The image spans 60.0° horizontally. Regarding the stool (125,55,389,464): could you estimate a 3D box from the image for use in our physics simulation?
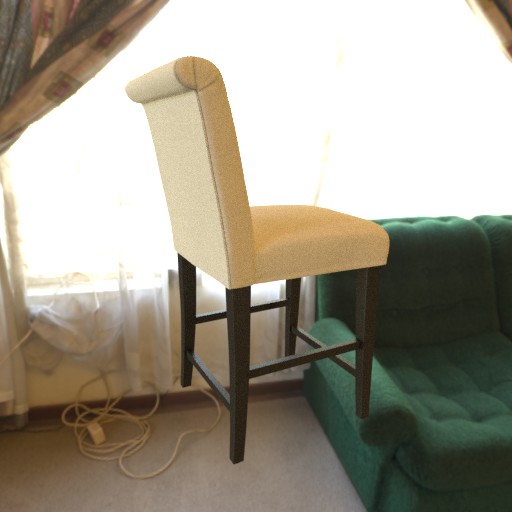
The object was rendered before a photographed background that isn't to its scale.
[{"bbox_3d":[0.000,0.000,1.284,0.597,0.976,0.452,-8,17,-27],"label":"stool"}]
